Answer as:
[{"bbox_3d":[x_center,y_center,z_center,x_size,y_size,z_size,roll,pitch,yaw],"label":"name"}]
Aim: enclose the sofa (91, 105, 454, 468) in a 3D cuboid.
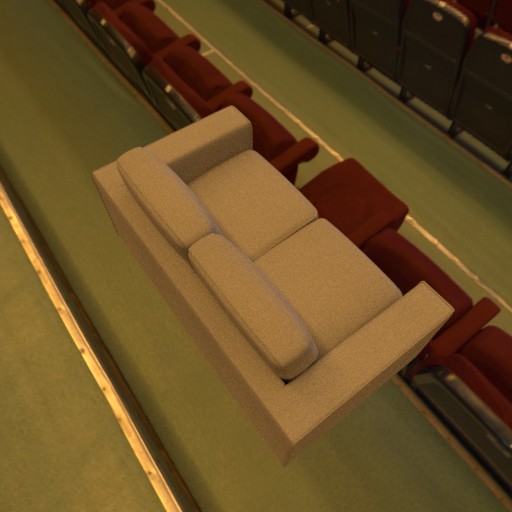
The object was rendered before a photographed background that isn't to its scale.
[{"bbox_3d":[0.000,0.000,2.464,1.007,0.924,1.812,-32,63,-19],"label":"sofa"}]
